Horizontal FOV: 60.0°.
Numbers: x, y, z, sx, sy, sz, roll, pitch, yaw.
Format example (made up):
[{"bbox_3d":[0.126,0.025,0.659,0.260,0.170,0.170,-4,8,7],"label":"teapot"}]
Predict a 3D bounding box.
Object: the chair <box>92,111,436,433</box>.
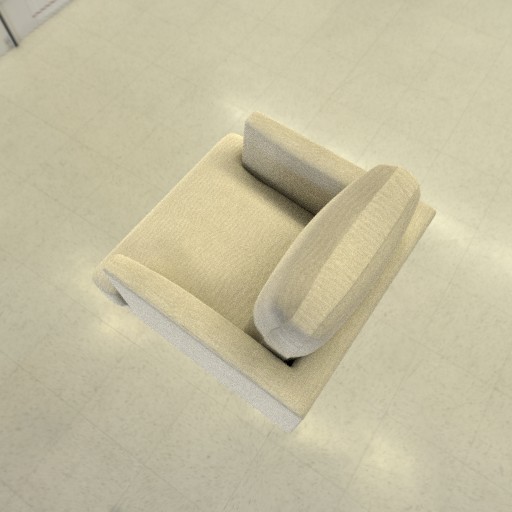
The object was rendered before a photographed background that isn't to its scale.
[{"bbox_3d":[0.000,0.000,1.626,0.899,0.957,0.858,33,69,15],"label":"chair"}]
